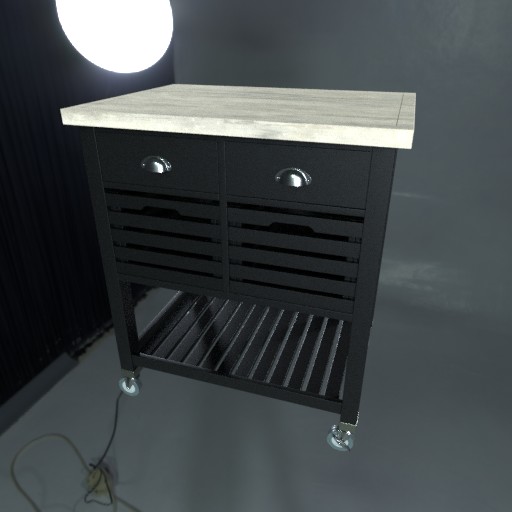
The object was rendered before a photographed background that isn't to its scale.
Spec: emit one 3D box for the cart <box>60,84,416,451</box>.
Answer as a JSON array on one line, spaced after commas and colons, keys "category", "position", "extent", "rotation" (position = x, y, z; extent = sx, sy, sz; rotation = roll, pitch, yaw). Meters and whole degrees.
[{"category": "cart", "position": [0.000, 0.000, 1.375], "extent": [0.797, 0.920, 0.567], "rotation": [8, 28, 16]}]
